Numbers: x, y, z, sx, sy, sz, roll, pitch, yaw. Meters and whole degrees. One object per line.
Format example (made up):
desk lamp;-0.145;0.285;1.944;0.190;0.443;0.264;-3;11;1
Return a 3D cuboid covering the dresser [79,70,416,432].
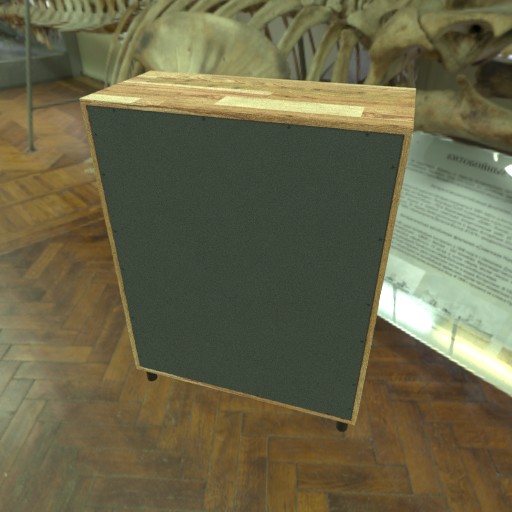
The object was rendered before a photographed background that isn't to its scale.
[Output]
dresser;0.000;0.000;1.744;0.966;1.243;0.480;10;35;15
